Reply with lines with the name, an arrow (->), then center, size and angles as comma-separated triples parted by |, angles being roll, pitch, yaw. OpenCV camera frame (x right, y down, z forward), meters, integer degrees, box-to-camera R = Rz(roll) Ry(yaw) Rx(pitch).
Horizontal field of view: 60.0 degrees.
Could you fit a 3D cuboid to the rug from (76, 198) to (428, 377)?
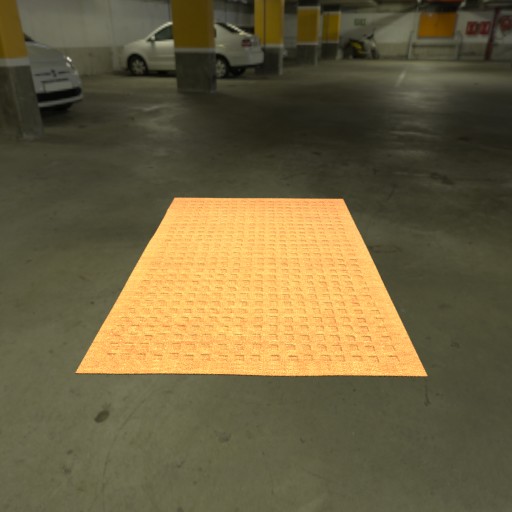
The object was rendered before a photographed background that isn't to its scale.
rug -> 0.000, 0.000, 2.216 | 1.143, 0.006, 1.747 | 0, 26, 1
